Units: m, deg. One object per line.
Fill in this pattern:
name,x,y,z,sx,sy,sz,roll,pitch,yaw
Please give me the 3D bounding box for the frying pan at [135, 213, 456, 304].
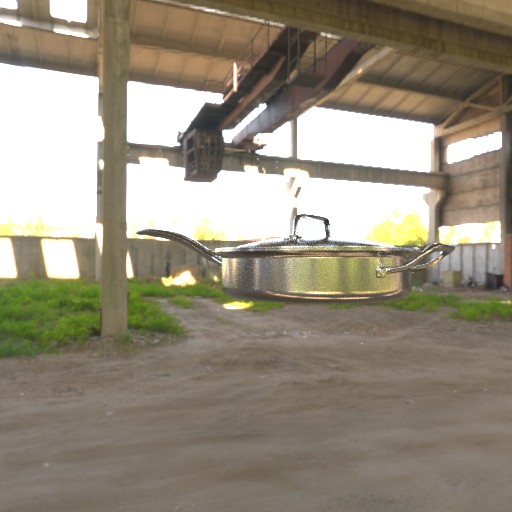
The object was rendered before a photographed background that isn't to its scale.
frying pan,0.000,0.000,0.683,0.561,0.114,0.280,0,-1,36
